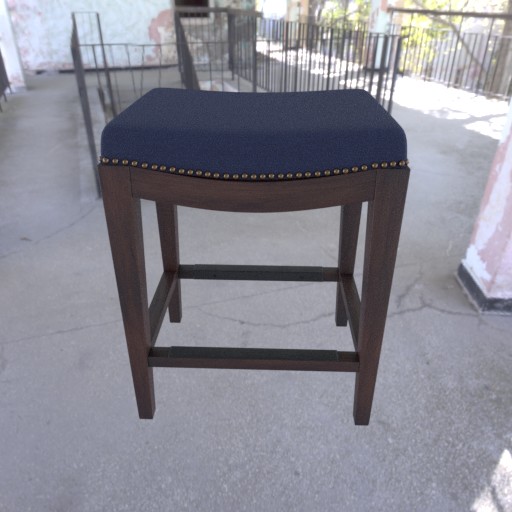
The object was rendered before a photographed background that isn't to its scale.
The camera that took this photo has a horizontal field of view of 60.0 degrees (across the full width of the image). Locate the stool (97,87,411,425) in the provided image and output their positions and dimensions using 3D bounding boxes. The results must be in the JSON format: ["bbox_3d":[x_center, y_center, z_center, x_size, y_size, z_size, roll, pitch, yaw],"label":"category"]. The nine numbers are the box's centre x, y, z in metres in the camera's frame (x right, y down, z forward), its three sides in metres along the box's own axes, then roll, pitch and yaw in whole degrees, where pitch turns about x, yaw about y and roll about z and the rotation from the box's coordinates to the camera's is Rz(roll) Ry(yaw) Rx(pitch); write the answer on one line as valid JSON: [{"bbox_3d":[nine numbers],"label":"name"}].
[{"bbox_3d":[0.000,0.000,0.960,0.500,0.642,0.361,1,31,2],"label":"stool"}]
